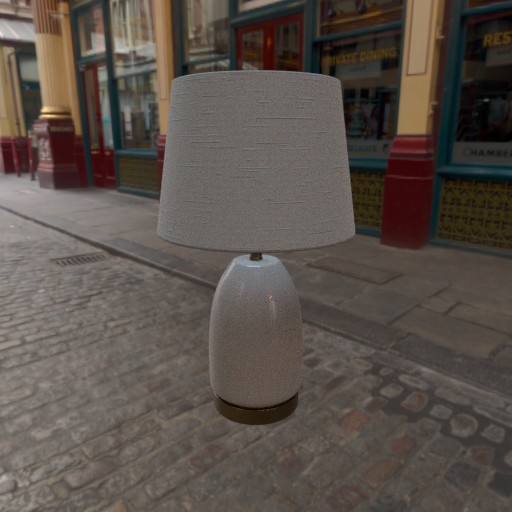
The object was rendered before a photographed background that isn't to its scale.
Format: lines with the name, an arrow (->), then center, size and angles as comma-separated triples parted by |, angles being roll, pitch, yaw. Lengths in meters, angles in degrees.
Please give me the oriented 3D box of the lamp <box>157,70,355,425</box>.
lamp -> 0.000, 0.000, 0.662 | 0.285, 0.483, 0.285 | 0, 14, 0
